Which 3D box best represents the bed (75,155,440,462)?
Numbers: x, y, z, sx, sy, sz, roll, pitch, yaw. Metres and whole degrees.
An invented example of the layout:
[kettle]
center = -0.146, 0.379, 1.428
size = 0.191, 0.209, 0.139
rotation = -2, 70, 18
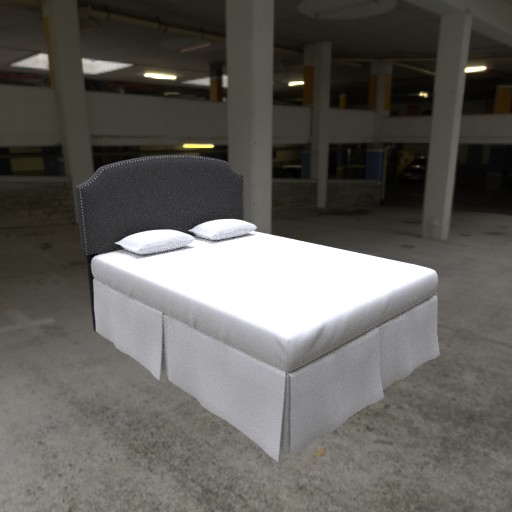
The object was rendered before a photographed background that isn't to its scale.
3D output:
[bed]
center = 0.000, 0.000, 2.972
size = 1.558, 1.270, 1.999
rotation = -14, 20, -43
